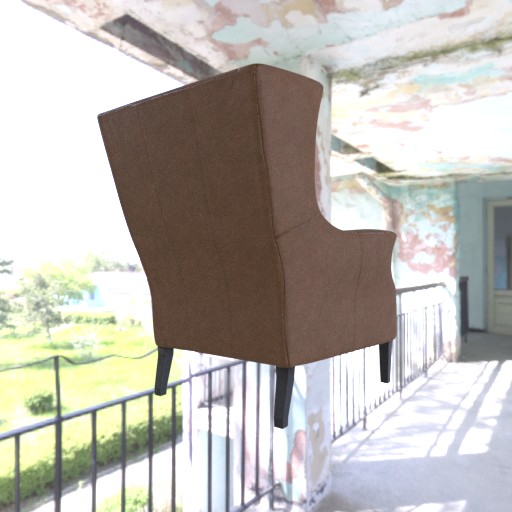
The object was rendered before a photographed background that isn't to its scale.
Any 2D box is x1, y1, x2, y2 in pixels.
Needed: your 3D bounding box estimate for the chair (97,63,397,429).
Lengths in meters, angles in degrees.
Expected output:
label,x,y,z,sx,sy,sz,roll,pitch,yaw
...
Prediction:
label,x,y,z,sx,sy,sz,roll,pitch,yaw
chair,0.000,0.000,1.660,0.852,1.016,0.925,0,0,36
